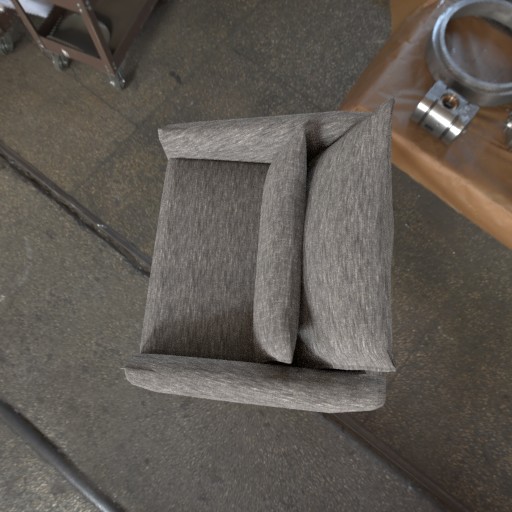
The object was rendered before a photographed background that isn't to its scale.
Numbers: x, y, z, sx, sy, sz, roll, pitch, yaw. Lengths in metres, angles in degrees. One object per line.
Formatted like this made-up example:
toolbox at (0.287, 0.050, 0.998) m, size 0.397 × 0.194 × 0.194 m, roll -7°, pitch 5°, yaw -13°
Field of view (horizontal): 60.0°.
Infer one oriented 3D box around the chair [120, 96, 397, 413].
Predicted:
chair at (0.000, 0.000, 1.569) m, size 0.805 × 0.842 × 1.004 m, roll 4°, pitch 74°, yaw 1°
